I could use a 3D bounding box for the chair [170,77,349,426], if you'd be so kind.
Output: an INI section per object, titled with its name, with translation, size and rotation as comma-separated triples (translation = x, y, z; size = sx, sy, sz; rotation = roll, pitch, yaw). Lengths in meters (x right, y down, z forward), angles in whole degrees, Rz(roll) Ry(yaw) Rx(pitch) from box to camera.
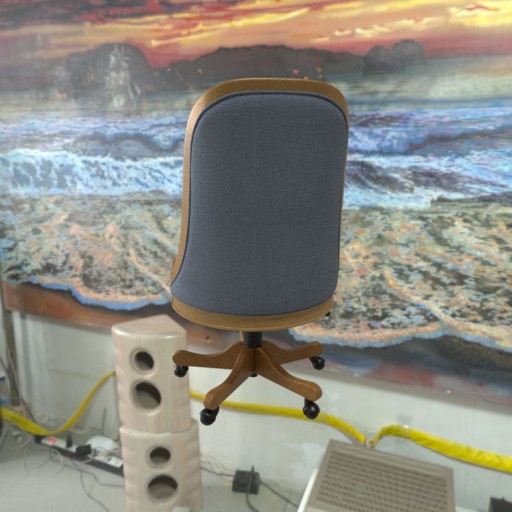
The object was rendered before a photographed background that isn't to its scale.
[chair]
translation = 0.000, 0.000, 1.505
size = 0.605, 1.031, 0.735
rotation = -2, 14, -9
